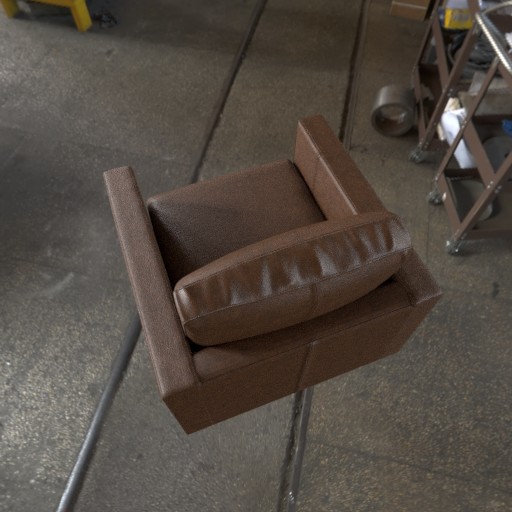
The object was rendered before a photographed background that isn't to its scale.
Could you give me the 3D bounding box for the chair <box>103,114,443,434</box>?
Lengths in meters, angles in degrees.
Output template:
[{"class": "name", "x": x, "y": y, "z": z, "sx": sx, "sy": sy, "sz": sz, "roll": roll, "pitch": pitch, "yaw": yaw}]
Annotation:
[{"class": "chair", "x": 0.000, "y": 0.000, "z": 1.667, "sx": 0.890, "sy": 0.956, "sz": 0.909, "roll": -18, "pitch": 60, "yaw": -11}]
